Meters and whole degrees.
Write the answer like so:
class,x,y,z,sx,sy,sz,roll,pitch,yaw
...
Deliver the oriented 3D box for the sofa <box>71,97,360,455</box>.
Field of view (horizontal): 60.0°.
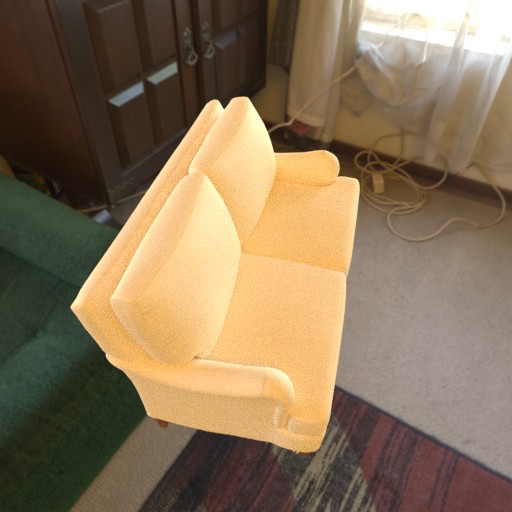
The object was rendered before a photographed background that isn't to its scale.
class,x,y,z,sx,sy,sz,roll,pitch,yaw
sofa,0.000,0.000,2.557,1.084,1.101,1.853,10,46,10
